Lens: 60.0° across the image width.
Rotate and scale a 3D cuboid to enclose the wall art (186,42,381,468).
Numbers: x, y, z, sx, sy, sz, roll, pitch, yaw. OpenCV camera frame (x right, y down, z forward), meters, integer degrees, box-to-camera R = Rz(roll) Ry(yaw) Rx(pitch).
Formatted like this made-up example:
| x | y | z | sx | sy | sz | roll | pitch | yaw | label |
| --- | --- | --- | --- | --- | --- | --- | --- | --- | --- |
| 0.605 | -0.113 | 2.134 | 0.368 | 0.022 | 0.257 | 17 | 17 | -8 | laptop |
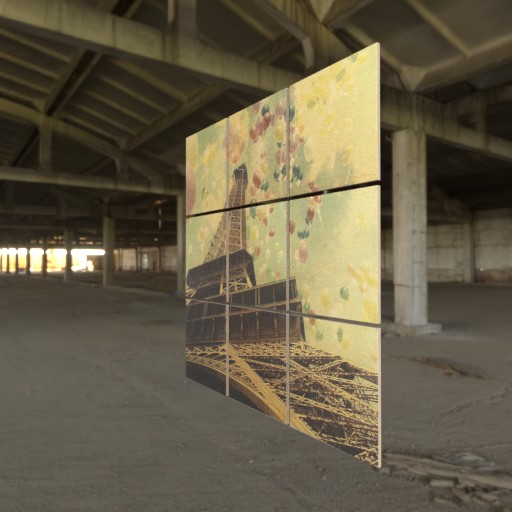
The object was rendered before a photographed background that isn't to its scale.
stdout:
| x | y | z | sx | sy | sz | roll | pitch | yaw | label |
| --- | --- | --- | --- | --- | --- | --- | --- | --- | --- |
| 0.000 | 0.000 | 1.767 | 0.013 | 1.218 | 1.219 | 0 | -1 | -35 | wall art |
